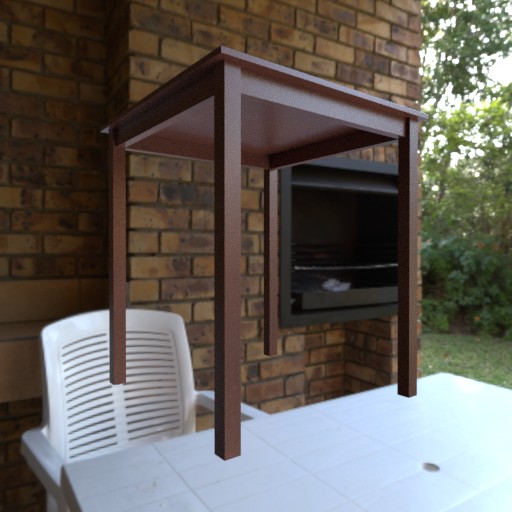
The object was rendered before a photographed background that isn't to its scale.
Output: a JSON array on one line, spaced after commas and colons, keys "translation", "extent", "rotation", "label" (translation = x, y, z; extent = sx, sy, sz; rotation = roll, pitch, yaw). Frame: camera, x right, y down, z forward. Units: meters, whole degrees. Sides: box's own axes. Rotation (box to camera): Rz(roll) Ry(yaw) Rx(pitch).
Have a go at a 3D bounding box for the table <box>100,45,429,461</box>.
[{"translation": [0.000, 0.000, 1.636], "extent": [0.861, 0.991, 0.861], "rotation": [0, 1, -37], "label": "table"}]
